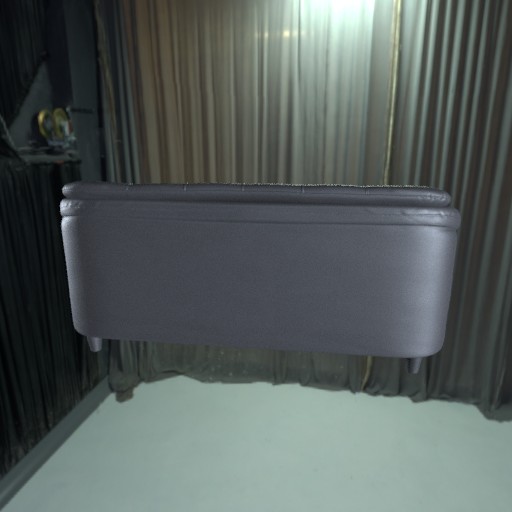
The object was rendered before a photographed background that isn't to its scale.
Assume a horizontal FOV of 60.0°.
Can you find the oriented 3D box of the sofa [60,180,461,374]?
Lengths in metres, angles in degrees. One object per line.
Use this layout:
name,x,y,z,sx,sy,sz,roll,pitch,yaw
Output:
sofa,0.000,0.000,2.222,1.829,0.811,0.800,2,16,7
